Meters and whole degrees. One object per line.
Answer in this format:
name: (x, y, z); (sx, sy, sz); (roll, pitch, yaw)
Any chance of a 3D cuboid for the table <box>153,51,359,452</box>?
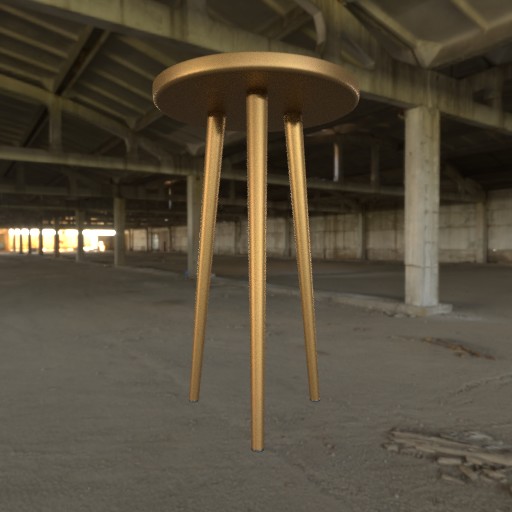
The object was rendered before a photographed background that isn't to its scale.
table: (0.000, 0.000, 0.665); (0.299, 0.480, 0.299); (-1, 2, -34)
